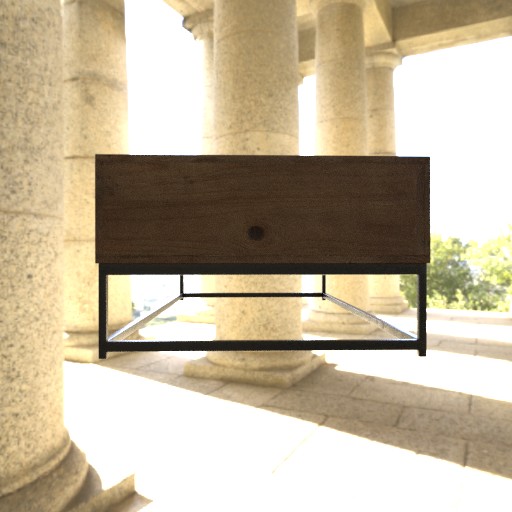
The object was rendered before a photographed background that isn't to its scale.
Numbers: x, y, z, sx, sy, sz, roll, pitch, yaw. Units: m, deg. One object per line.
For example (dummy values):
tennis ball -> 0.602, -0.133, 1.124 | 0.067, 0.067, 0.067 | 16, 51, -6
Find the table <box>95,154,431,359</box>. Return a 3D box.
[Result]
table -> 0.000, 0.000, 1.408 | 0.655, 0.395, 1.101 | 0, 0, -2
